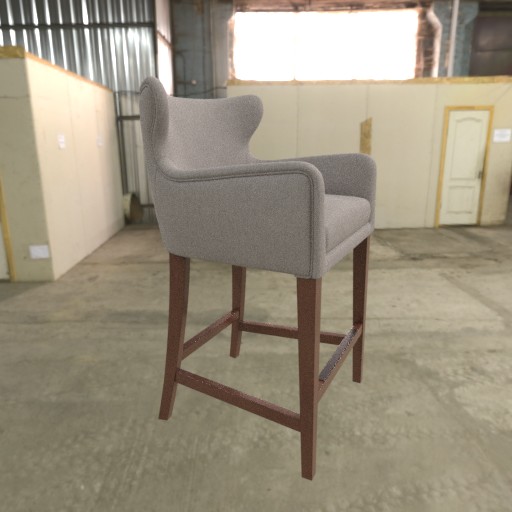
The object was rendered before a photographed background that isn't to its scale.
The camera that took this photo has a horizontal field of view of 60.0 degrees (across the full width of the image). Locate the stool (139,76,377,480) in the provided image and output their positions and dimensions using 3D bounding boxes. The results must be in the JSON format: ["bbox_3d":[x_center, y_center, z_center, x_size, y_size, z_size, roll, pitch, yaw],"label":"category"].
[{"bbox_3d":[0.000,0.000,1.312,0.575,0.951,0.575,7,17,25],"label":"stool"}]
